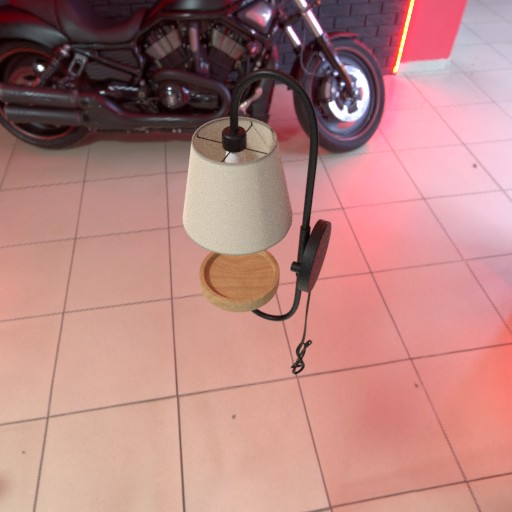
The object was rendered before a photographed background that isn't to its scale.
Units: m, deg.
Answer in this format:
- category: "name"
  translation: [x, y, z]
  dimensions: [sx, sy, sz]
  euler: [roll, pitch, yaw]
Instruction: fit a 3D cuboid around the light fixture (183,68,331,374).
- category: "light fixture"
  translation: [0.000, 0.000, 0.953]
  dimensions: [0.299, 0.821, 0.220]
  euler: [17, 49, 15]
